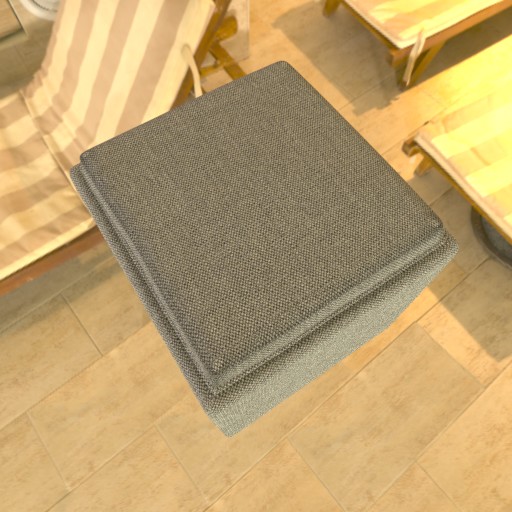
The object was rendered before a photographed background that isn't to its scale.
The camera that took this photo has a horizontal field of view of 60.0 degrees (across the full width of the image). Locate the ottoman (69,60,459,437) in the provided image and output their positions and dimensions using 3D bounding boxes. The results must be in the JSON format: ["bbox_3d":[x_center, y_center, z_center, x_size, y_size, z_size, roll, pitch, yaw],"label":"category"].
[{"bbox_3d":[0.000,0.000,0.836,0.436,0.487,0.454,-31,68,-14],"label":"ottoman"}]
